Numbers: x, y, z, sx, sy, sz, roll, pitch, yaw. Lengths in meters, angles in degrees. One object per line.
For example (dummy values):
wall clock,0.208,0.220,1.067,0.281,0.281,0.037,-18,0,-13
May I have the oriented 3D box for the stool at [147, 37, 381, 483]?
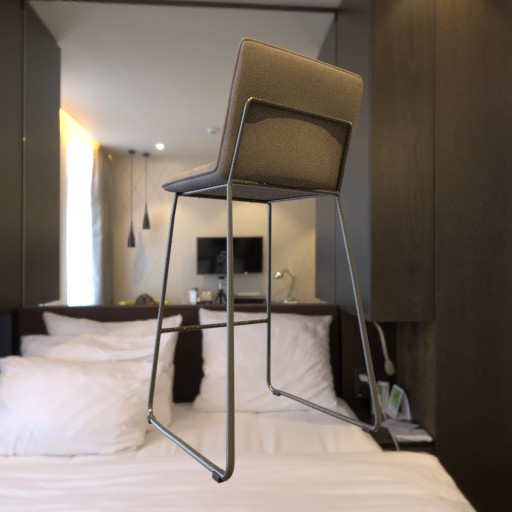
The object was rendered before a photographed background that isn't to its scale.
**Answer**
stool,0.000,0.000,1.249,0.490,0.960,0.490,0,-1,-35
